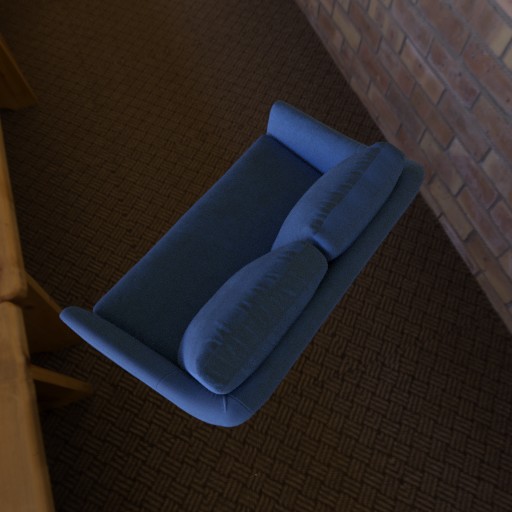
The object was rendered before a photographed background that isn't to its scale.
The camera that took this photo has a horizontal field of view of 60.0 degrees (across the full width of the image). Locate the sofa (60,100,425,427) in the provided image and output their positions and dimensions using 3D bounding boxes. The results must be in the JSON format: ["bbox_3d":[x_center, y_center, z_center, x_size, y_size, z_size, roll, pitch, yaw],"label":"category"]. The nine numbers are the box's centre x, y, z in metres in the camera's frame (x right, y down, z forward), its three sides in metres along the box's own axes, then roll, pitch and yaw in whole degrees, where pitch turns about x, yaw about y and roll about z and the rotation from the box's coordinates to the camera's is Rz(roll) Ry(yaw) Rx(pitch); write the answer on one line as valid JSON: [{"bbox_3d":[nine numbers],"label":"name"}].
[{"bbox_3d":[0.000,0.000,2.201,0.960,0.902,1.619,35,69,16],"label":"sofa"}]
